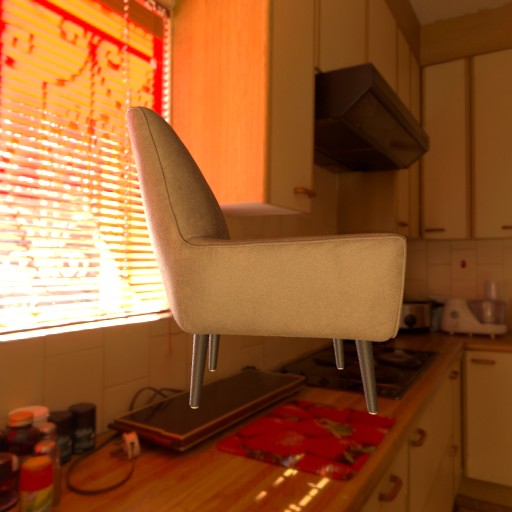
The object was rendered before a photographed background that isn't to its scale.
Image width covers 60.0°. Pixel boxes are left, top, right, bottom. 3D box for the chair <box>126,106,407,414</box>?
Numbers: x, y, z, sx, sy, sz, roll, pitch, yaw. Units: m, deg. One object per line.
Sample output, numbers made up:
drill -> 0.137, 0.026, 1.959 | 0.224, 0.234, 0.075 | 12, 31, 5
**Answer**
chair -> 0.000, 0.000, 1.513 | 0.824, 0.888, 0.787 | 0, -1, 1
